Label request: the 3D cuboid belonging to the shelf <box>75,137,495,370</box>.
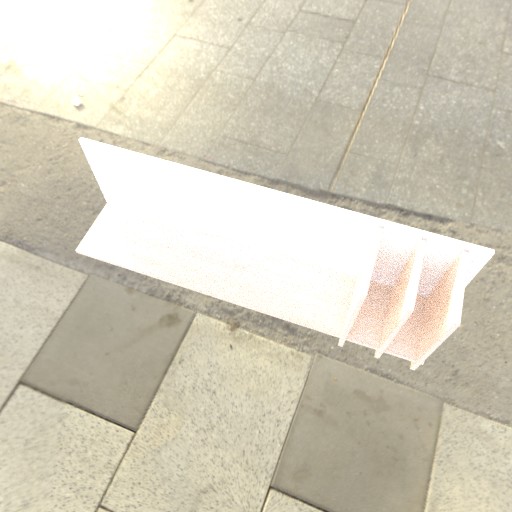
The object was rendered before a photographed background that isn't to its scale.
[{"bbox_3d":[0.000,0.000,1.122,1.020,0.300,0.200,17,60,10],"label":"shelf"}]
